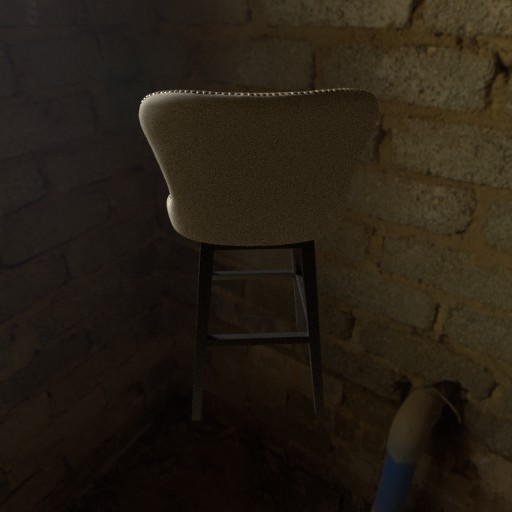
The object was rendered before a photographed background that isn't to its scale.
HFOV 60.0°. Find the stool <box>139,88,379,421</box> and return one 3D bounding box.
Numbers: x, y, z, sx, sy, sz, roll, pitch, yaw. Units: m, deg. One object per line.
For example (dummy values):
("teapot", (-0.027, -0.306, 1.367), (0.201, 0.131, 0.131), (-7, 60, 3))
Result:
("stool", (0.000, 0.000, 1.371), (0.528, 1.066, 0.605), (-1, 30, -3))
